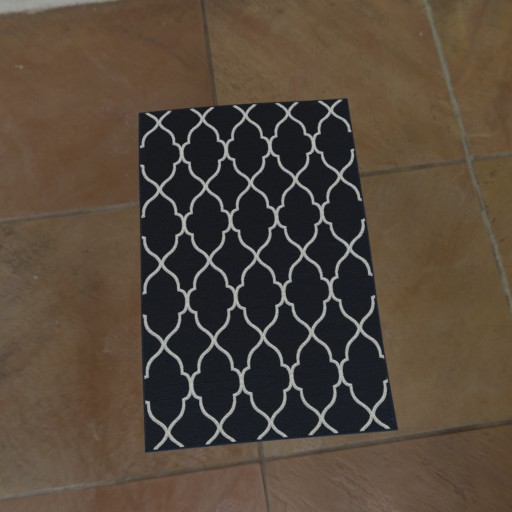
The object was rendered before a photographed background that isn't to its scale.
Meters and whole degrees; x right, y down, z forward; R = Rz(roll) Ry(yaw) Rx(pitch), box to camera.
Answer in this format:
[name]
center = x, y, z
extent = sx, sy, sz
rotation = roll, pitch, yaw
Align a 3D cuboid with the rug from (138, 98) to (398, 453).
[rug]
center = 0.000, 0.000, 2.925
extent = 1.526, 0.014, 2.290
rotation = -5, 75, -1
